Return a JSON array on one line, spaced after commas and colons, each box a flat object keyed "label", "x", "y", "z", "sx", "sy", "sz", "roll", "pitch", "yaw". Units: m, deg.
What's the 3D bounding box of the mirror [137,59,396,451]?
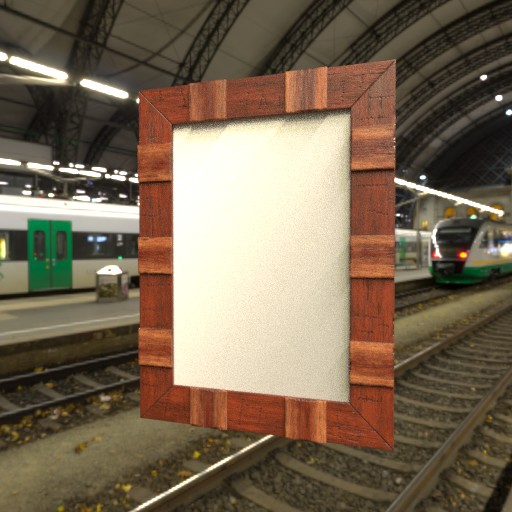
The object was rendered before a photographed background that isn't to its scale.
[{"label": "mirror", "x": 0.000, "y": 0.000, "z": 1.005, "sx": 0.600, "sy": 0.805, "sz": 0.021, "roll": 0, "pitch": 1, "yaw": 18}]
